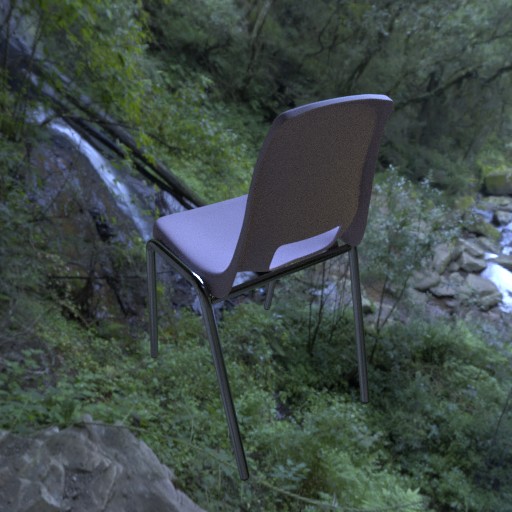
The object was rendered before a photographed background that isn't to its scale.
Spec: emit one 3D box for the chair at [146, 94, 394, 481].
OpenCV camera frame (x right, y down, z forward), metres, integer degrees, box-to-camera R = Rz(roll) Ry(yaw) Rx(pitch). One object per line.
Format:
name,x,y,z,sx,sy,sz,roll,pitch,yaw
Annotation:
chair,0.000,0.000,0.922,0.381,0.704,0.436,-19,36,-29
